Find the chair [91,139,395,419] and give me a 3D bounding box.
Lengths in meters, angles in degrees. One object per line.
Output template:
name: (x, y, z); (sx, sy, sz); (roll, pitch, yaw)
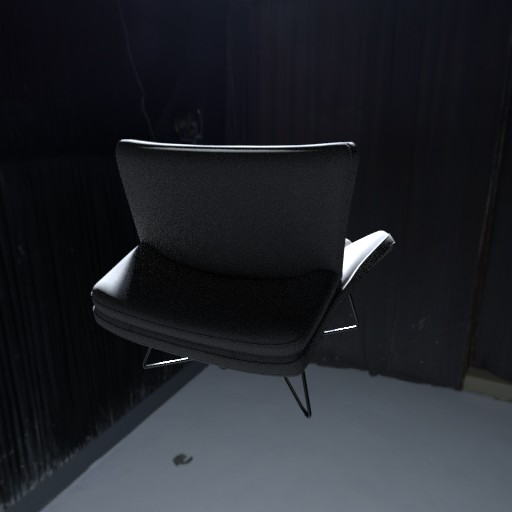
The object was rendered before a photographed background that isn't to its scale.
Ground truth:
chair: (0.000, 0.000, 1.682); (0.859, 0.855, 1.008); (8, 18, 27)
